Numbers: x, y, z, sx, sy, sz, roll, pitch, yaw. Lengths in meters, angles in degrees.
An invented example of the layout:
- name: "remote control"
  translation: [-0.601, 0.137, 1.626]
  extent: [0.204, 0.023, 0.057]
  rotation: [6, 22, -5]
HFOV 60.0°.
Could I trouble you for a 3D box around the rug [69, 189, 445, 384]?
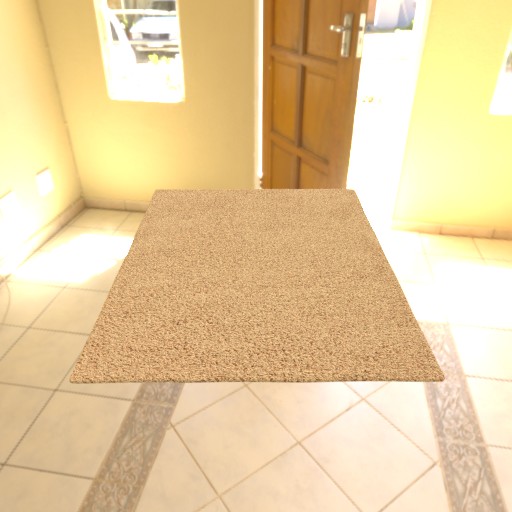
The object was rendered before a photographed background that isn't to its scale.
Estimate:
- name: "rug"
  translation: [0.000, 0.000, 4.143]
  extent: [2.438, 0.029, 3.047]
  rotation: [0, 32, 0]
